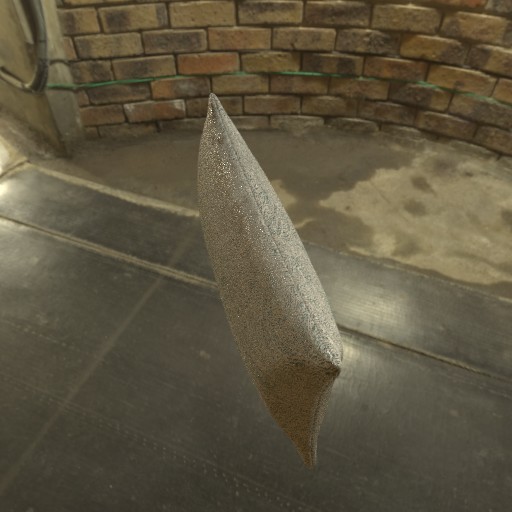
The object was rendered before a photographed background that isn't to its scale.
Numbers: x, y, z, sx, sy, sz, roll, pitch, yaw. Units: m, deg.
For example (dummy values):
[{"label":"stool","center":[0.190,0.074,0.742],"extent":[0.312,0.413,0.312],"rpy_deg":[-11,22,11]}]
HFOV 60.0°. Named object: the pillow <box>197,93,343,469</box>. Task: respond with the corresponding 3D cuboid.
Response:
[{"label":"pillow","center":[0.000,0.000,0.754],"extent":[0.151,0.295,0.615],"rpy_deg":[-12,47,-11]}]
